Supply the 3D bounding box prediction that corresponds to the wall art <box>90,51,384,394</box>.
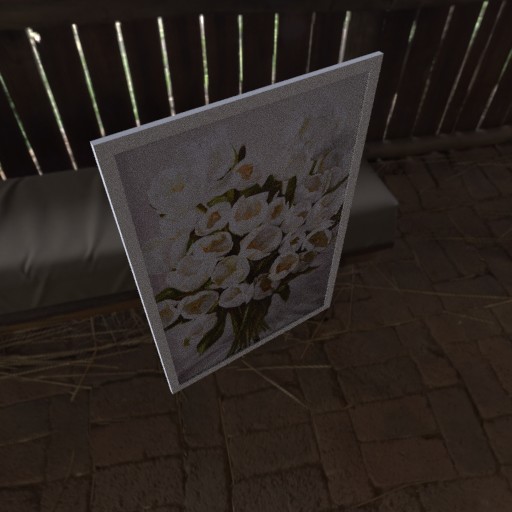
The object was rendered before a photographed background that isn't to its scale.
[{"bbox_3d":[0.000,0.000,1.229,0.660,0.965,0.015,-25,53,-21],"label":"wall art"}]
